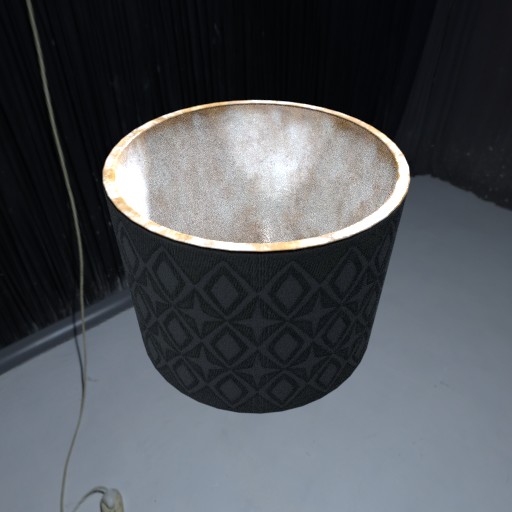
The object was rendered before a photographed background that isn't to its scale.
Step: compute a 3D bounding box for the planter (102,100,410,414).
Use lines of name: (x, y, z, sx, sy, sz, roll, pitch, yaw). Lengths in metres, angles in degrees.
planter: (0.000, 0.000, 0.450, 0.255, 0.223, 0.255, 0, 40, 0)
